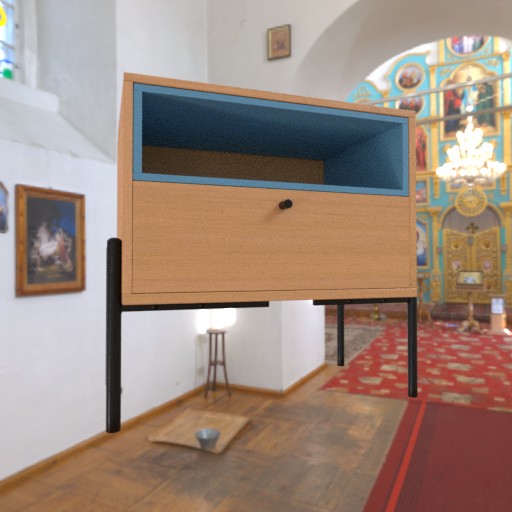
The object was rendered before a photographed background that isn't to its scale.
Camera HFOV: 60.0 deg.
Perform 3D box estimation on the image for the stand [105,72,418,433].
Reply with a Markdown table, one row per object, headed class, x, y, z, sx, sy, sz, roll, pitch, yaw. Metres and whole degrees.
| class | x | y | z | sx | sy | sz | roll | pitch | yaw |
| --- | --- | --- | --- | --- | --- | --- | --- | --- | --- |
| stand | 0.000 | 0.000 | 0.986 | 0.630 | 0.600 | 0.400 | 0 | -1 | -19 |
